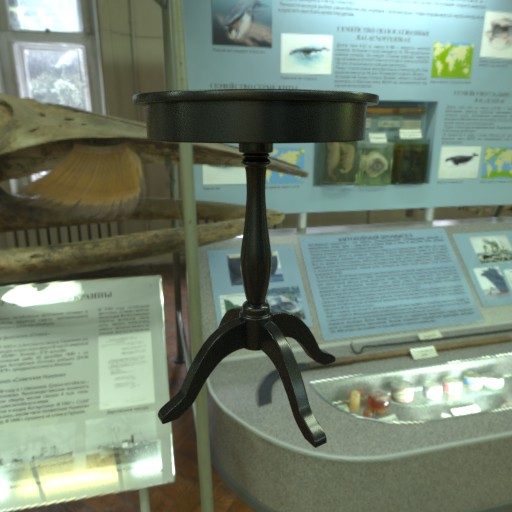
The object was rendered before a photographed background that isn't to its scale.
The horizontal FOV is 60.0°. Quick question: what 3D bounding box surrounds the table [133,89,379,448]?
[{"bbox_3d":[0.000,0.000,0.982,0.481,0.665,0.481,0,17,0],"label":"table"}]
